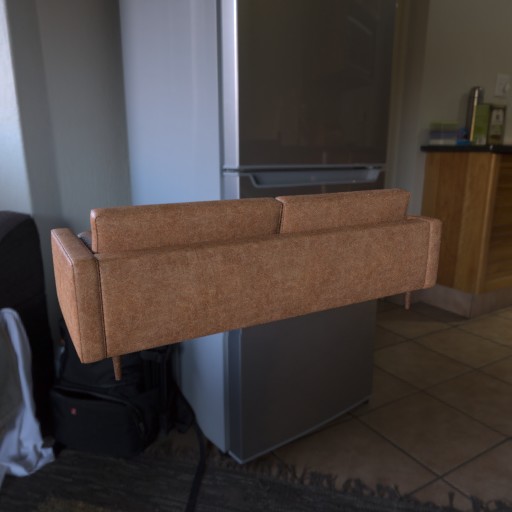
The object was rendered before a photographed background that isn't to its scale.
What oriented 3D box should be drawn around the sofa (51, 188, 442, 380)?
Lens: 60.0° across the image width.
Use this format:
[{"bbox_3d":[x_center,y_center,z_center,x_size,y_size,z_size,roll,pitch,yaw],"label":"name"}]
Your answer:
[{"bbox_3d":[0.000,0.000,2.690,2.200,0.770,0.919,-8,16,-28],"label":"sofa"}]
